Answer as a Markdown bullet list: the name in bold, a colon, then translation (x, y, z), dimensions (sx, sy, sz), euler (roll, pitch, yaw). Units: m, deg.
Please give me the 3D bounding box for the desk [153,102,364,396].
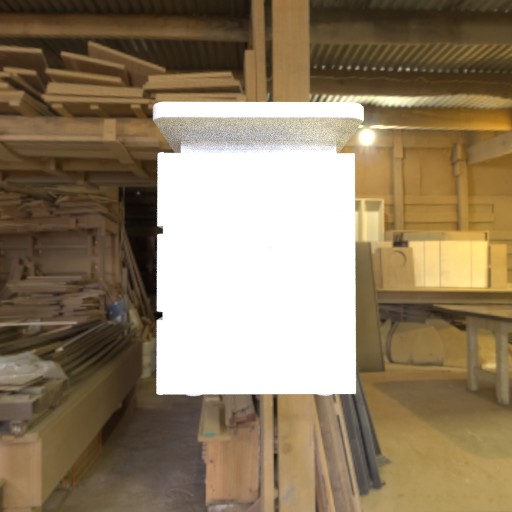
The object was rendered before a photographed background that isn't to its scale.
- **desk**: translation (0.000, 0.000, 1.818), dimensions (0.550, 0.755, 1.400), euler (0, -1, -1)
